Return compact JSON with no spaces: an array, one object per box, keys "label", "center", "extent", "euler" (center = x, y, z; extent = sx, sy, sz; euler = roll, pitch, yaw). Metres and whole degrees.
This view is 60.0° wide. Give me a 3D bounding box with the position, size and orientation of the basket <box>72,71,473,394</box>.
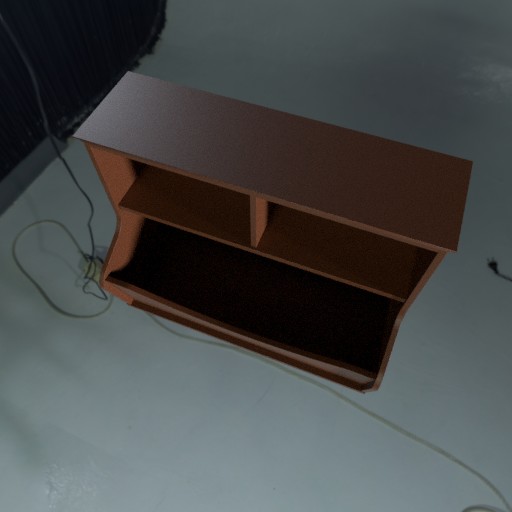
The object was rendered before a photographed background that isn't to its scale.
[{"label":"basket","center":[0.000,0.000,1.141],"extent":[0.792,0.625,0.376],"euler":[18,60,11]}]
